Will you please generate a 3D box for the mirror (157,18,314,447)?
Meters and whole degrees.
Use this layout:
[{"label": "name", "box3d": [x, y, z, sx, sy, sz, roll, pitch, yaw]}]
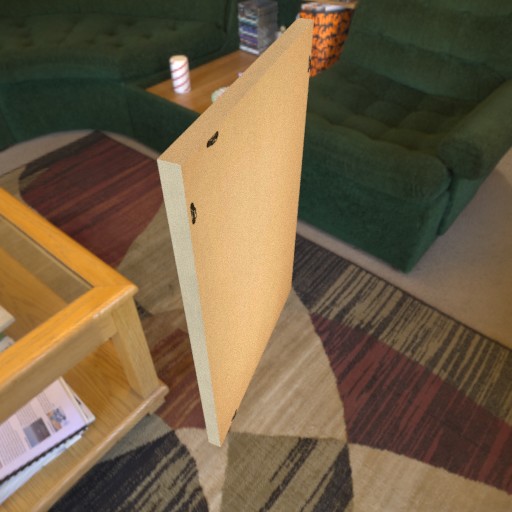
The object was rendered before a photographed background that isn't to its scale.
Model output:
[{"label": "mirror", "box3d": [0.000, 0.000, 1.102, 0.041, 0.915, 0.609, 16, 47, 15]}]
